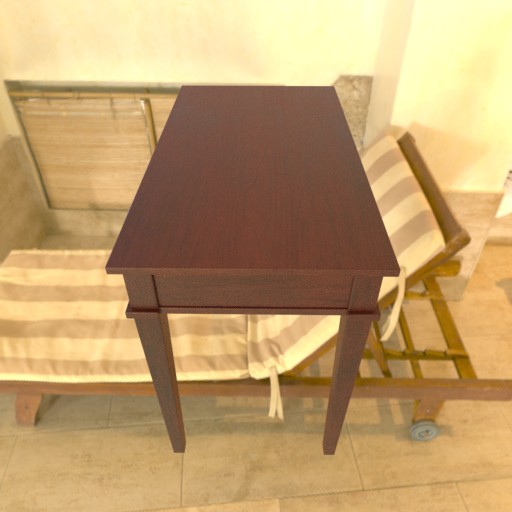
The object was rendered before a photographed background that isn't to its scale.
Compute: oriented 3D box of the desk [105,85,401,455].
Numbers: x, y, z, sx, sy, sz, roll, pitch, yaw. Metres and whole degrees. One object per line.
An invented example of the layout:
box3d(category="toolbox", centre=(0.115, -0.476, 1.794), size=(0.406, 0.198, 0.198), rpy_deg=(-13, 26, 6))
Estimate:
box3d(category="desk", centre=(0.000, 0.000, 1.448), size=(0.549, 0.762, 1.001), rpy_deg=(0, 39, 1))
